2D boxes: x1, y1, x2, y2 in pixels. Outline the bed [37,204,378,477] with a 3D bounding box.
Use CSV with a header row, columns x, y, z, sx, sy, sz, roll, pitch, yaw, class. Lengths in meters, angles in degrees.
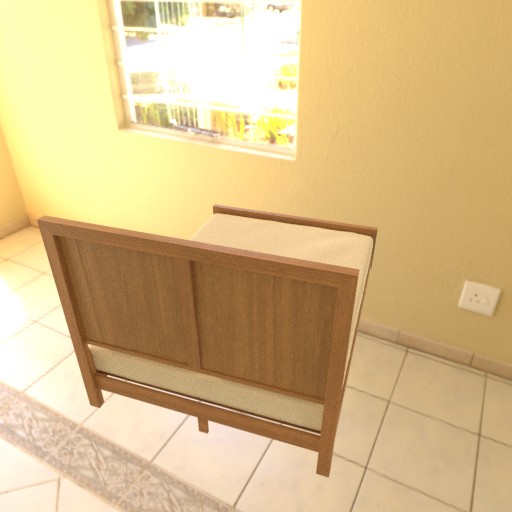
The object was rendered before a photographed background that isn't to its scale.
x,y,z,sx,sy,sz,roll,pitch,yaw,class
0.000,0.000,3.269,1.606,1.387,2.184,10,33,16,bed
